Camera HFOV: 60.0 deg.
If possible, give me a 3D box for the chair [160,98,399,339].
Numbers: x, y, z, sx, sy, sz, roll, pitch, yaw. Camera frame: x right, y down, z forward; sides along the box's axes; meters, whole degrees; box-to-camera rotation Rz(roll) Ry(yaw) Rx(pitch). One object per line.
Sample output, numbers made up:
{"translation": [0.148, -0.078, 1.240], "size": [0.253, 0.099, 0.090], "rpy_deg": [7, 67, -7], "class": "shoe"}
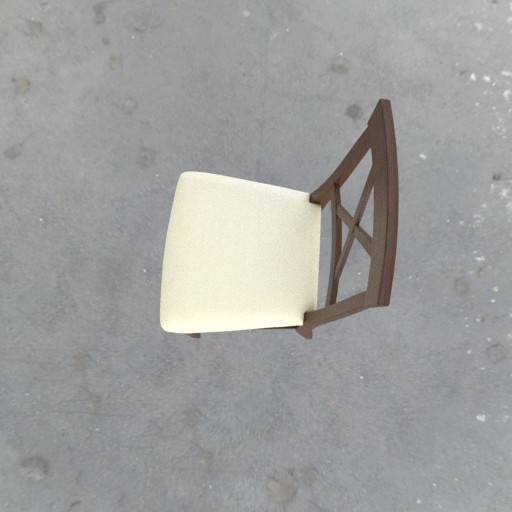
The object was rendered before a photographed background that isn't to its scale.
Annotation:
{"translation": [0.000, 0.000, 1.186], "size": [0.480, 0.913, 0.440], "rpy_deg": [4, 76, 1], "class": "chair"}
